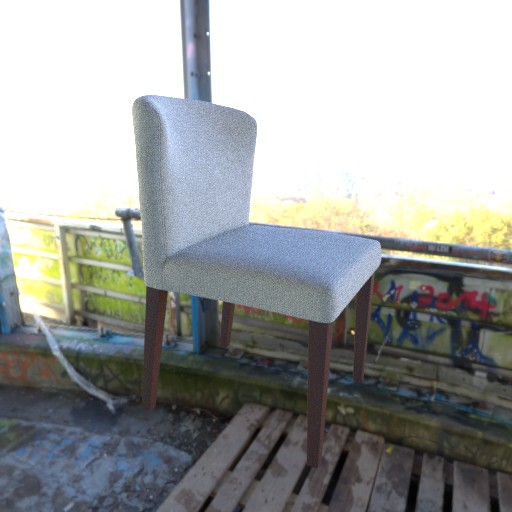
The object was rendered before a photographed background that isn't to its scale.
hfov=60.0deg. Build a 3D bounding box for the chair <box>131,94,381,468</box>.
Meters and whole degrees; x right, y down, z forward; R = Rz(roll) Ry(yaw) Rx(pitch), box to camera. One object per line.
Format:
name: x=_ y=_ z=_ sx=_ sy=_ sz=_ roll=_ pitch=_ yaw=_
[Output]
chair: x=0.000 y=0.000 z=1.205 sx=0.589 sy=0.839 sz=0.491 roll=8 pitch=17 yaw=26
